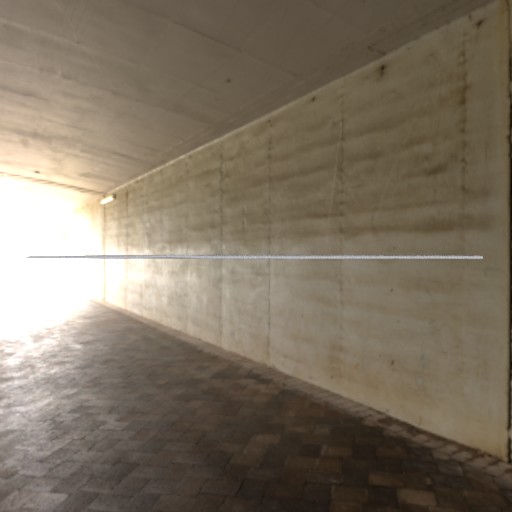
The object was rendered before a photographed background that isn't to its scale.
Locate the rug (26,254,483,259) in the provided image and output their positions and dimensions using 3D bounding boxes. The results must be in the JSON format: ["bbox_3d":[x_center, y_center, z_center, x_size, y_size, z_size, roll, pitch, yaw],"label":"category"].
[{"bbox_3d":[0.000,0.000,0.889,0.639,0.006,0.548,0,0,1],"label":"rug"}]
